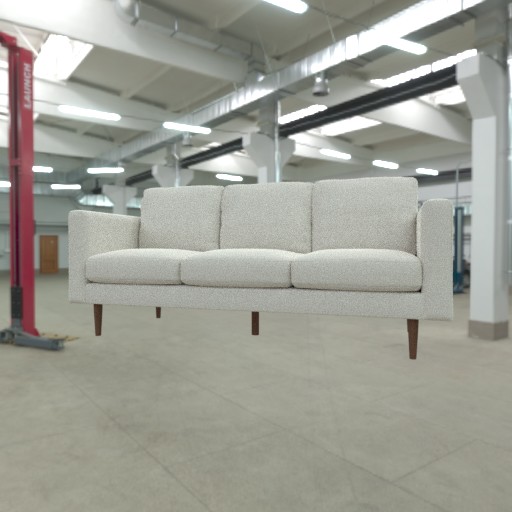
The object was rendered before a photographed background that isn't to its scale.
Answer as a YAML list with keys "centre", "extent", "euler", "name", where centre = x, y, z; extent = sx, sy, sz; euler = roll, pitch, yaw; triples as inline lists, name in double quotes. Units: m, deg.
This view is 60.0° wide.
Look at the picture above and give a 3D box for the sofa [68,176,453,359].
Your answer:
- centre: [0.000, 0.000, 2.562]
  extent: [2.029, 0.912, 0.802]
  euler: [0, 1, 18]
  name: "sofa"
